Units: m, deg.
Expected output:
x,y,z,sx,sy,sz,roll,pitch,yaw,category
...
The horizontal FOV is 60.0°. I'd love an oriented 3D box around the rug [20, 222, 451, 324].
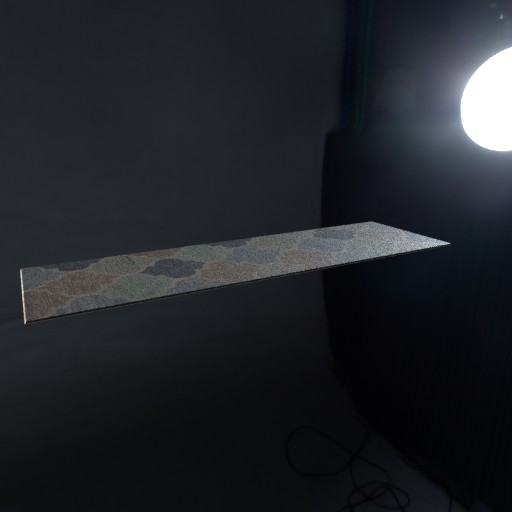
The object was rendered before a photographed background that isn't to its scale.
x,y,z,sx,sy,sz,roll,pitch,yaw,category
0.000,0.000,2.428,2.287,0.011,0.687,-9,19,-27,rug
